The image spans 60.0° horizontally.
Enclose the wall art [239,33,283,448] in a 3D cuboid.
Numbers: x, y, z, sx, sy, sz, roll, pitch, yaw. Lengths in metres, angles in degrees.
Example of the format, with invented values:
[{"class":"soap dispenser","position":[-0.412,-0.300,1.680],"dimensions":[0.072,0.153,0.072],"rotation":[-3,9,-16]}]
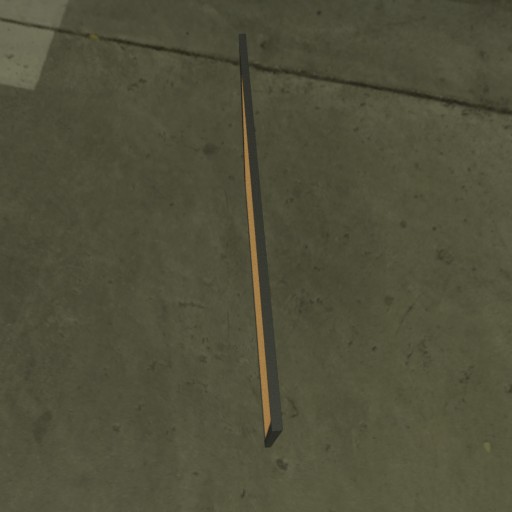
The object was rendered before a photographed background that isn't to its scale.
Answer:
[{"class":"wall art","position":[0.000,0.000,0.857],"dimensions":[0.013,0.458,0.664],"rotation":[-4,64,-2]}]
